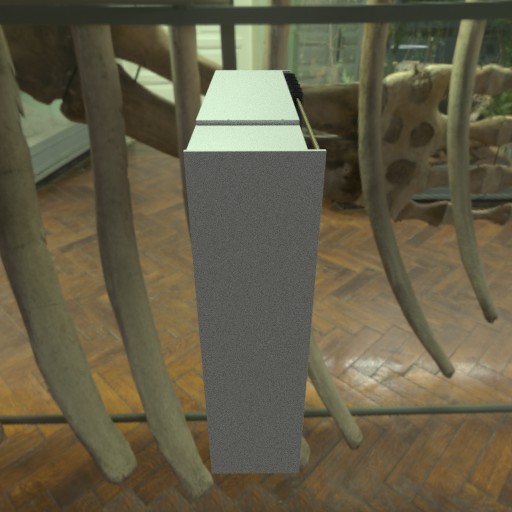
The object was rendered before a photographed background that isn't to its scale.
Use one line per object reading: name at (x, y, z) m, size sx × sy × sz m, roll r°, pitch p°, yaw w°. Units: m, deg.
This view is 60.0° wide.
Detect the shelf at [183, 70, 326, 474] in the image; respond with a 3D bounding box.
shelf at (0.000, 0.000, 2.631) m, size 0.500 × 1.810 × 1.600 m, roll 0°, pitch 32°, yaw 0°
